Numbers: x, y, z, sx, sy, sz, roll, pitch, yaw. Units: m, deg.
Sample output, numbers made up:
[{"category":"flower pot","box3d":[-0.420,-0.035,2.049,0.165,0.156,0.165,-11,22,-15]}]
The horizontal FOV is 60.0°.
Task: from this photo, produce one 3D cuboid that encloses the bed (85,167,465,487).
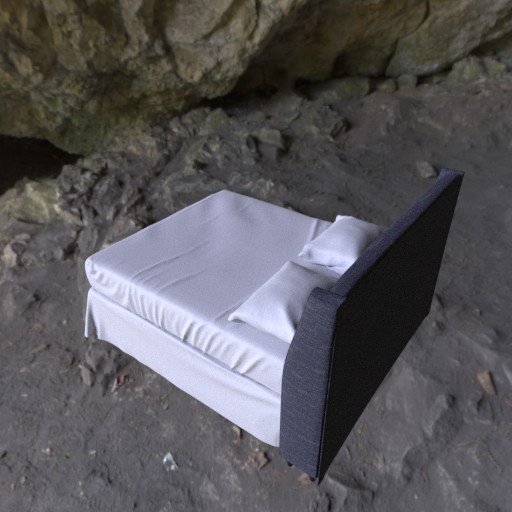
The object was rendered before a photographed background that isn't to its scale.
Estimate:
[{"category":"bed","box3d":[0.000,0.000,3.362,2.276,1.332,1.925,21,38,30]}]
